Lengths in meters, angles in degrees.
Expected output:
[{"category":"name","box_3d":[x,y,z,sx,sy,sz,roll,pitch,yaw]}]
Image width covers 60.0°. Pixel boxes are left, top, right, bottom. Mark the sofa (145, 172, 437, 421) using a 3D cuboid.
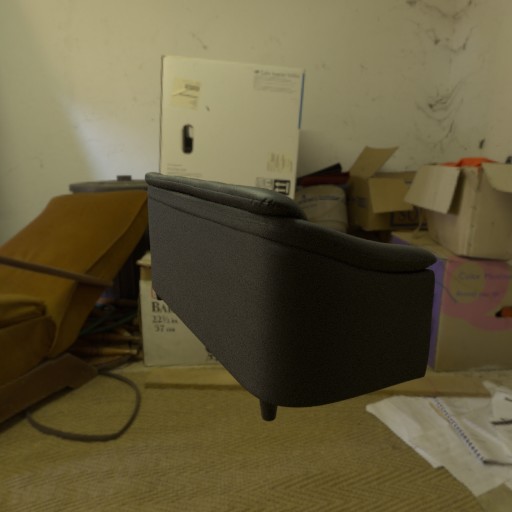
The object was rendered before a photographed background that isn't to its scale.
[{"category":"sofa","box_3d":[0.000,0.000,2.257,0.800,0.811,1.829,-6,15,-26]}]
